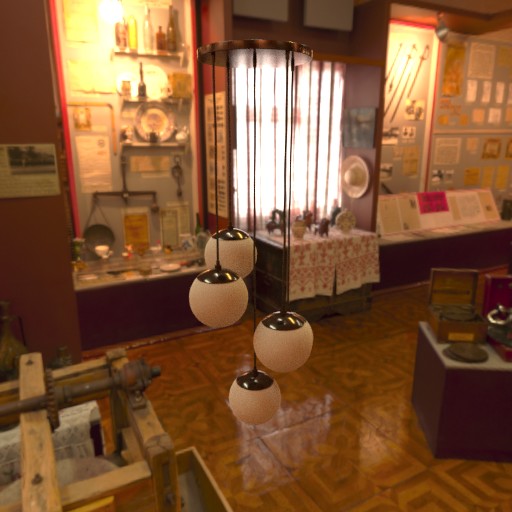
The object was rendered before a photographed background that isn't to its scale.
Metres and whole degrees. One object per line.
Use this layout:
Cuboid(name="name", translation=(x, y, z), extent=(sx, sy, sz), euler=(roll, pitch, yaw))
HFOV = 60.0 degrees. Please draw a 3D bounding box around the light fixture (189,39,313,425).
Cuboid(name="light fixture", translation=(0.000, 0.000, 1.495), extent=(0.484, 1.271, 0.489), euler=(-7, 16, -26))
